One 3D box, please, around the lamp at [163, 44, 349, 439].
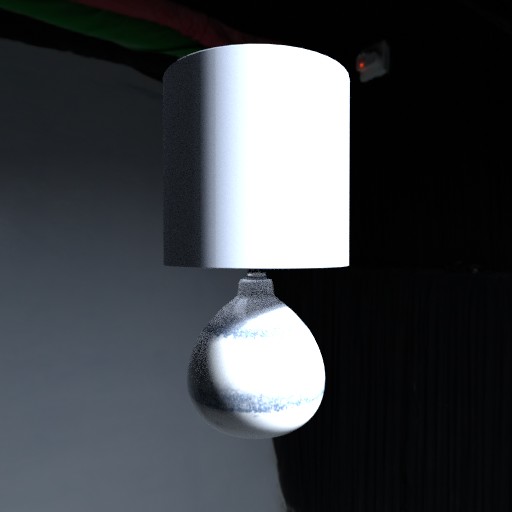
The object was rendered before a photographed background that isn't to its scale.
[{"bbox_3d":[0.000,0.000,0.529,0.216,0.404,0.216,-1,1,-36],"label":"lamp"}]
